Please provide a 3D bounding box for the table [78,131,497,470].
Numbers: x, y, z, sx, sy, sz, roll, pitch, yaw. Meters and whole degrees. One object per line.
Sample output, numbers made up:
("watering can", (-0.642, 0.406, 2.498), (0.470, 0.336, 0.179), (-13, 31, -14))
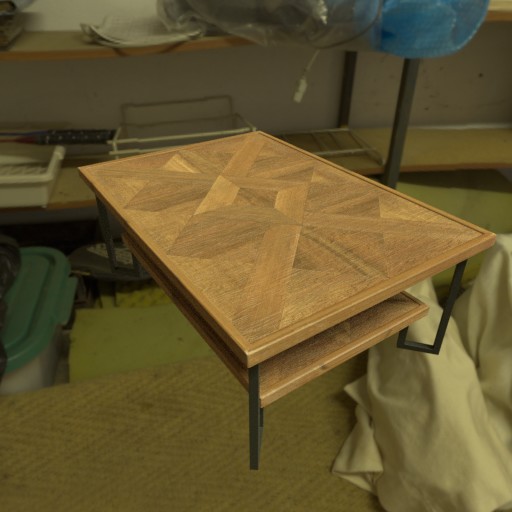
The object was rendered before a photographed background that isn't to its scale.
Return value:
("table", (0.000, 0.000, 1.659), (0.877, 0.492, 1.238), (-20, 38, -28))
